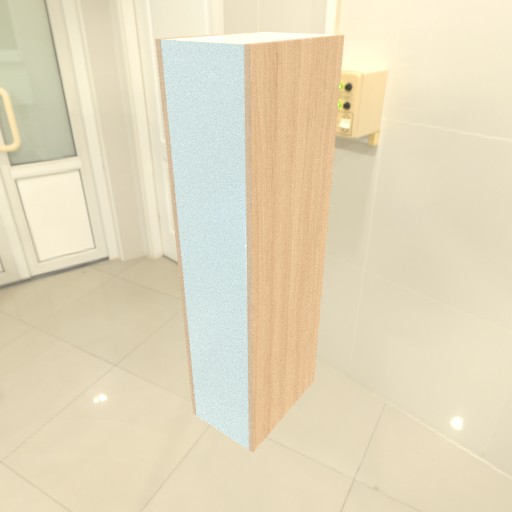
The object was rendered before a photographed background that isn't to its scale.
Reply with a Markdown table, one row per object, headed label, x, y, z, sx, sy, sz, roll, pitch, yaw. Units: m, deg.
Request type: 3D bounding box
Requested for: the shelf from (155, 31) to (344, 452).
| label | x | y | z | sx | sy | sz | roll | pitch | yaw |
| --- | --- | --- | --- | --- | --- | --- | --- | --- | --- |
| shelf | 0.000 | 0.000 | 0.993 | 0.197 | 0.882 | 0.290 | 20 | 35 | 31 |
